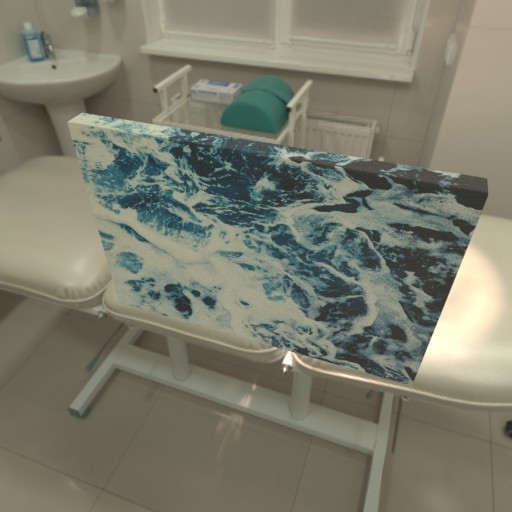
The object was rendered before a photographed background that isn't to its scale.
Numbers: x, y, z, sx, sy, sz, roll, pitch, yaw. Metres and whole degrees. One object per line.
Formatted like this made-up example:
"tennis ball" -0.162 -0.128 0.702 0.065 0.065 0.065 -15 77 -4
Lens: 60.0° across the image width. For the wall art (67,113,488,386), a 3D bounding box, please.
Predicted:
"wall art" 0.000 0.000 0.756 0.609 0.407 0.043 13 42 15
